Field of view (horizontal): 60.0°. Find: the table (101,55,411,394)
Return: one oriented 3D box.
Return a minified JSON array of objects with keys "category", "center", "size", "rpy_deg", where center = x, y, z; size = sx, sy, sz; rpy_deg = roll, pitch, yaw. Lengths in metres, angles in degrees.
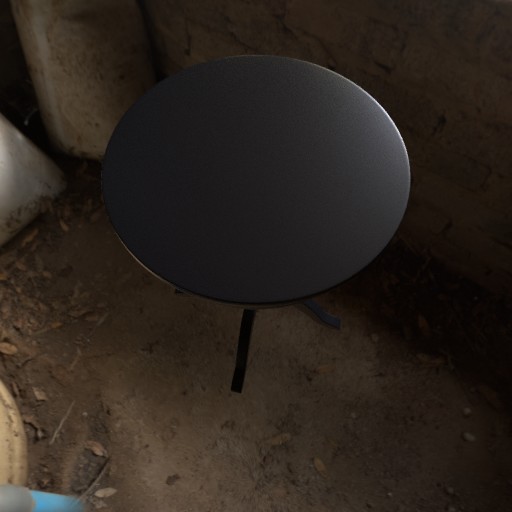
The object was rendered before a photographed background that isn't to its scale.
[{"category":"table","center":[0.000,0.000,0.985],"size":[0.481,0.665,0.481],"rpy_deg":[0,63,0]}]
